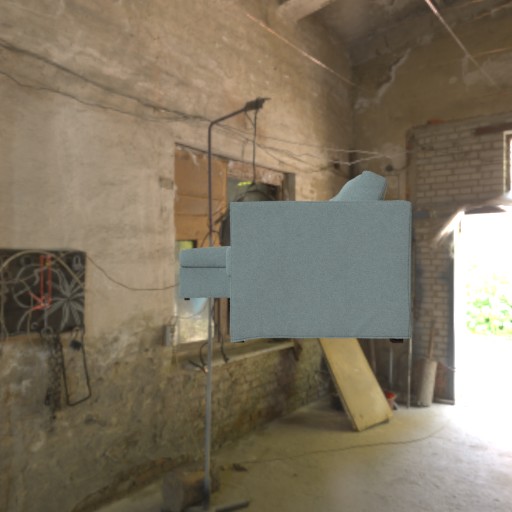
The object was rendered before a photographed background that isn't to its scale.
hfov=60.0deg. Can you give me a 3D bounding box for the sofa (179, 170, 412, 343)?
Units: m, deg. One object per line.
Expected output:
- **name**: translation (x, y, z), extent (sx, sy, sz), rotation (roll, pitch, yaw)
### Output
- **sofa**: translation (0.000, 0.000, 3.837), extent (1.650, 0.922, 3.205), rotation (0, 0, 1)
